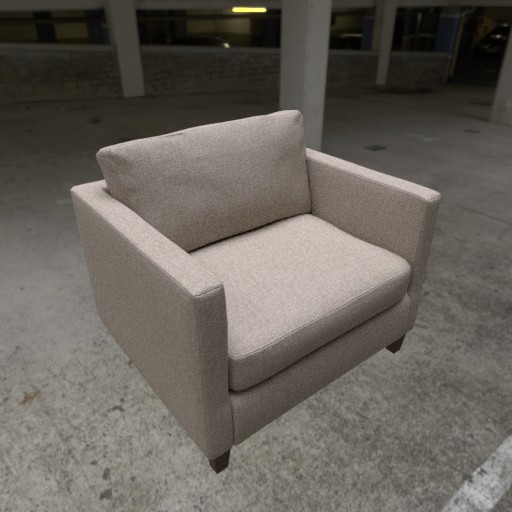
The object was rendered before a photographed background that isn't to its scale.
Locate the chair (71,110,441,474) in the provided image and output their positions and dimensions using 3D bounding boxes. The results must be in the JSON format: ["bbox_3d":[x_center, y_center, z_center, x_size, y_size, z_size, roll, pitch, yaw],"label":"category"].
[{"bbox_3d":[0.000,0.000,1.799,1.107,0.961,0.959,-21,36,-32],"label":"chair"}]
